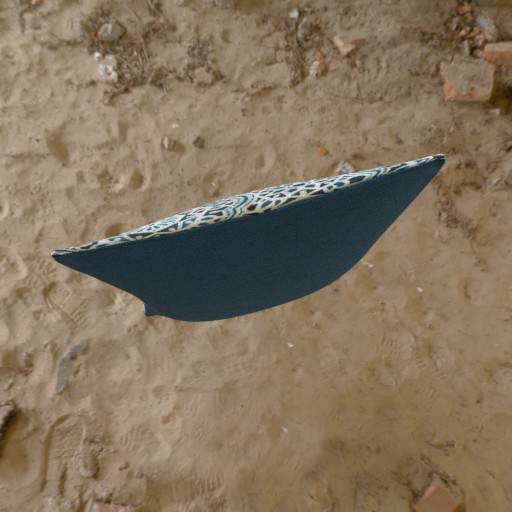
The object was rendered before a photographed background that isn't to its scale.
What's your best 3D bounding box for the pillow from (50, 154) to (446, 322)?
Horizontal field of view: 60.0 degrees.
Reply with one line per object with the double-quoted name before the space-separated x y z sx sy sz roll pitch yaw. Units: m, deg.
"pillow" 0.000 0.000 0.666 0.440 0.420 0.145 -15 75 -4
